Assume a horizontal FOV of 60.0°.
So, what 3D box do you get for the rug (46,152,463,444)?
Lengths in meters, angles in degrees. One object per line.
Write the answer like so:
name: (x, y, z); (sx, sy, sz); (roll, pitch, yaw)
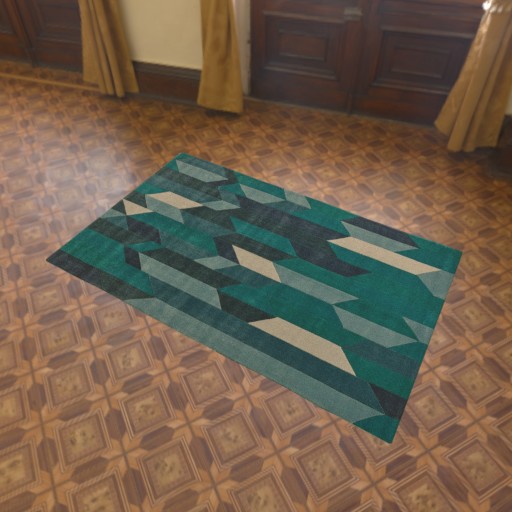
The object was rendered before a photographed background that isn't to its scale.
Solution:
rug: (0.000, 0.000, 3.029); (2.420, 0.005, 1.528); (23, 50, 21)
